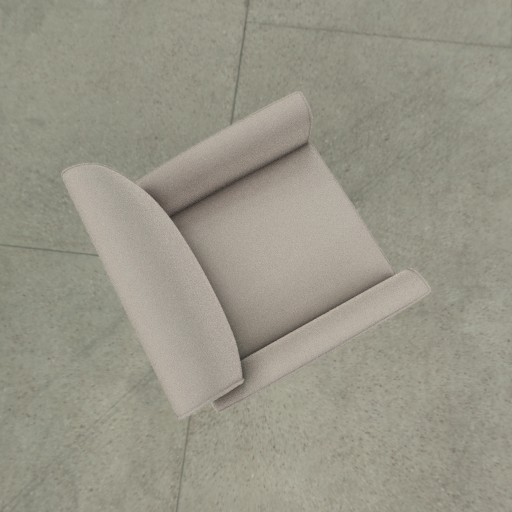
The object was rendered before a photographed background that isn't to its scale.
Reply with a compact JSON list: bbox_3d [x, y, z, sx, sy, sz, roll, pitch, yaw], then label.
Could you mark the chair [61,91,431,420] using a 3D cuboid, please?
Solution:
[{"bbox_3d":[0.000,0.000,1.581,0.820,0.915,0.820,-28,77,-7],"label":"chair"}]
